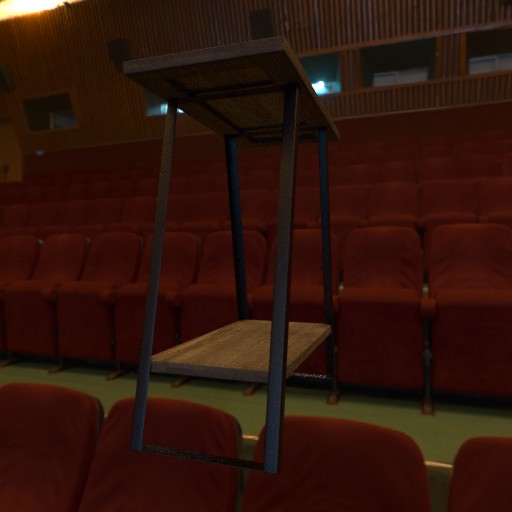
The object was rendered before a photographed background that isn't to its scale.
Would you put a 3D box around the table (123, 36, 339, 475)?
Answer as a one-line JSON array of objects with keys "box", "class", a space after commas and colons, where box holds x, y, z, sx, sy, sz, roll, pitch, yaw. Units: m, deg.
[{"box": [0.000, 0.000, 1.033, 0.300, 0.701, 0.599, 0, 0, 19], "class": "table"}]
